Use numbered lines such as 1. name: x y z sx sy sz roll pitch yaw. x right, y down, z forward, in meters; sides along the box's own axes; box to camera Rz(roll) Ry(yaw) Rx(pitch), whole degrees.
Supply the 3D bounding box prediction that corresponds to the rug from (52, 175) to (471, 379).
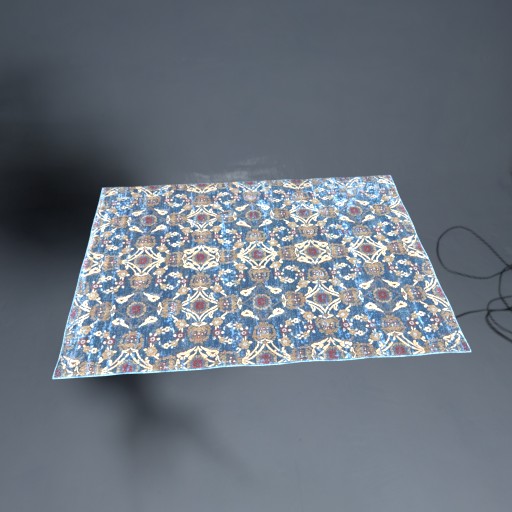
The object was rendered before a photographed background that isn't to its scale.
1. rug: 0.000 0.000 2.858 2.207 0.014 1.567 -3 47 -3
